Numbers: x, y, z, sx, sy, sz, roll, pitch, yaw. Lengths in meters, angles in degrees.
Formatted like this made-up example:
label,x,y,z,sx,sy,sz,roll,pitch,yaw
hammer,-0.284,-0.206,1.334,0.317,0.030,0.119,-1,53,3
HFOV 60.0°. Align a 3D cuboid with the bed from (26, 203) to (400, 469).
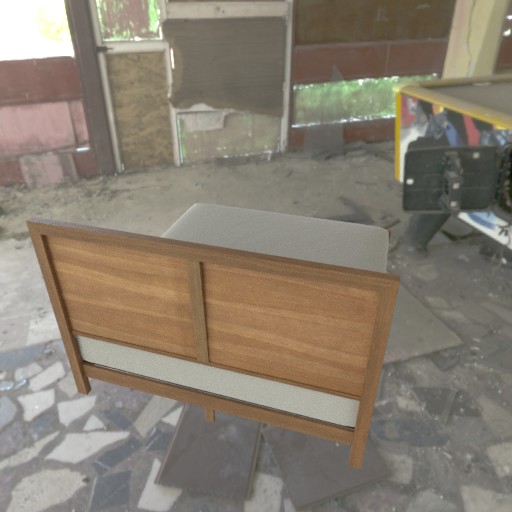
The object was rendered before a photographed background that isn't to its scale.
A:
label,x,y,z,sx,sy,sz,roll,pitch,yaw
bed,0.000,0.000,3.463,2.003,1.387,2.184,9,33,14
